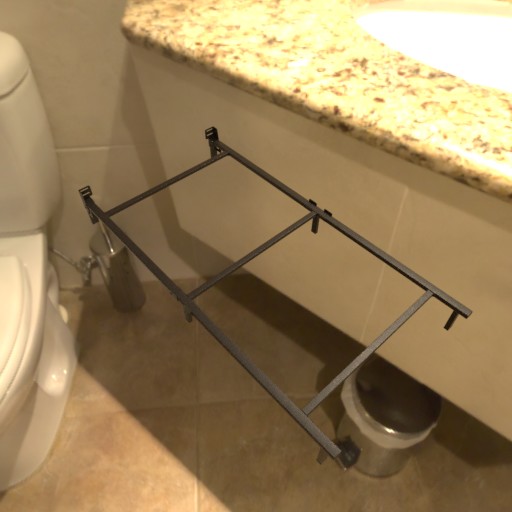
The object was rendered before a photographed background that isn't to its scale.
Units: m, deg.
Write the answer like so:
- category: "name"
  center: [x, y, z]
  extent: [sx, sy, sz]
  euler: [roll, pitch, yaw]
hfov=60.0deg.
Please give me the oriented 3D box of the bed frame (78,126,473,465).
- category: "bed frame"
  center: [0.000, 0.000, 2.313]
  extent: [0.968, 0.248, 1.897]
  euler: [-34, 57, -26]
